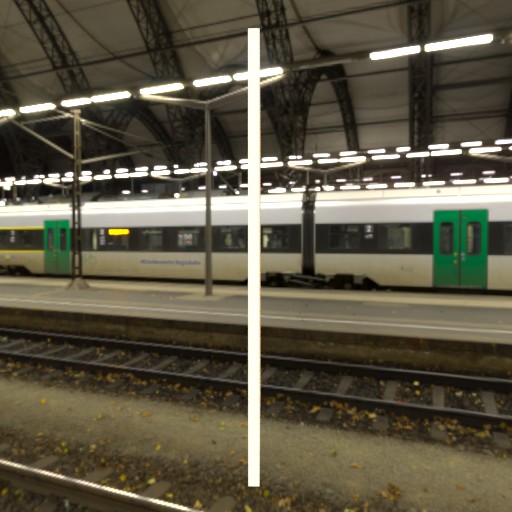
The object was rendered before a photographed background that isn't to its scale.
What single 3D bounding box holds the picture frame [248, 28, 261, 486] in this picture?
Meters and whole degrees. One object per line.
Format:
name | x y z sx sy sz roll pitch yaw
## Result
picture frame | 0.000 0.000 0.606 0.011 0.459 0.326 0 2 1
